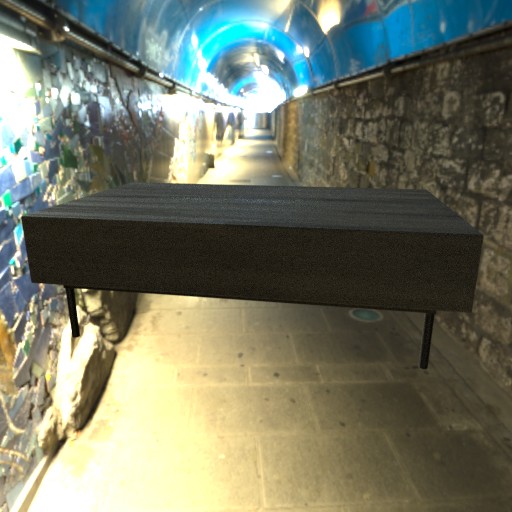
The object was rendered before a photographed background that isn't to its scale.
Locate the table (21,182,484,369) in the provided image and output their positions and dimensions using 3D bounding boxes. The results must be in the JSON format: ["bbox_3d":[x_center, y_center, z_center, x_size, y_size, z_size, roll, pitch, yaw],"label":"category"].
[{"bbox_3d":[0.000,0.000,1.375,1.088,0.347,0.643,3,17,10],"label":"table"}]
